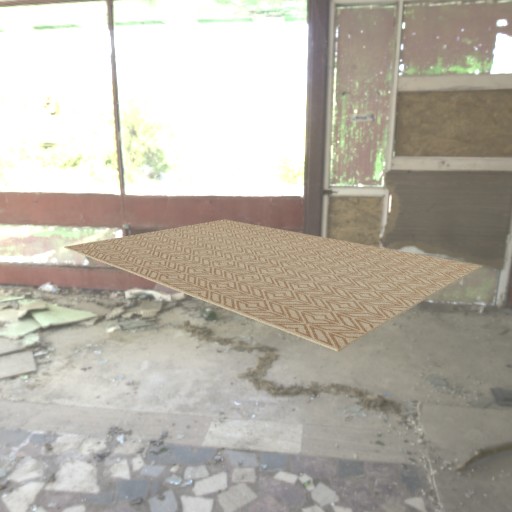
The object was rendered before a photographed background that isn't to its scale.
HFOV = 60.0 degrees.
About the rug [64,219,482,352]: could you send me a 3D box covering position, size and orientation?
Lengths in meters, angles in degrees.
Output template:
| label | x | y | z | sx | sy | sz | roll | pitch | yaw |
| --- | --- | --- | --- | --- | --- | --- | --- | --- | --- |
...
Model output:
| label | x | y | z | sx | sy | sz | roll | pitch | yaw |
| --- | --- | --- | --- | --- | --- | --- | --- | --- | --- |
| rug | 0.000 | 0.000 | 2.305 | 1.828 | 0.007 | 1.220 | 14 | 20 | 42 |
